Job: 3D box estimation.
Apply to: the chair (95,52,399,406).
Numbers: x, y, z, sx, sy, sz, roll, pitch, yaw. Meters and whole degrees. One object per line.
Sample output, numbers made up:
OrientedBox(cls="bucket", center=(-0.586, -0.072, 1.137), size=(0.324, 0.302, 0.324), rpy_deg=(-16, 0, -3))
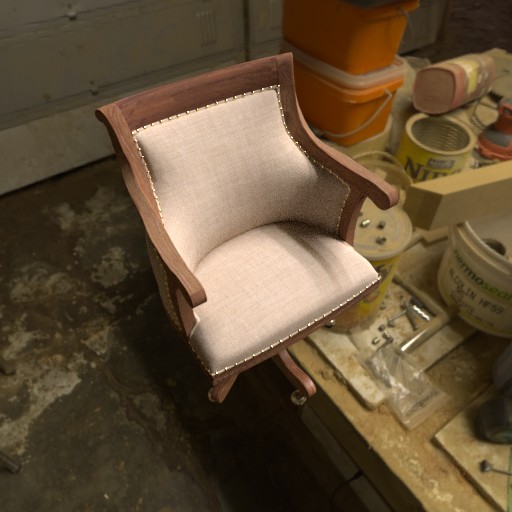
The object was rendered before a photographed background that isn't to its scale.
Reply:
OrientedBox(cls="chair", center=(0.000, 0.000, 1.418), size=(0.656, 0.965, 0.689), rpy_deg=(-26, 53, -22))
